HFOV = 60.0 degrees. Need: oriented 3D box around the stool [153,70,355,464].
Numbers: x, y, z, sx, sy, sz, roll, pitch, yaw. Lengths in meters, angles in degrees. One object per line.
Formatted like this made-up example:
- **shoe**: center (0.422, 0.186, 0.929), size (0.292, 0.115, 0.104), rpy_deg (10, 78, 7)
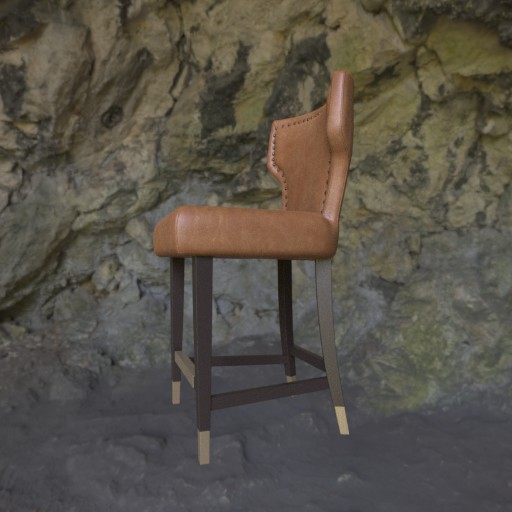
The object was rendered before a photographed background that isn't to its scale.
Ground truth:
- **stool**: center (0.000, 0.000, 1.334), size (0.563, 0.982, 0.526), rpy_deg (0, -1, -18)
